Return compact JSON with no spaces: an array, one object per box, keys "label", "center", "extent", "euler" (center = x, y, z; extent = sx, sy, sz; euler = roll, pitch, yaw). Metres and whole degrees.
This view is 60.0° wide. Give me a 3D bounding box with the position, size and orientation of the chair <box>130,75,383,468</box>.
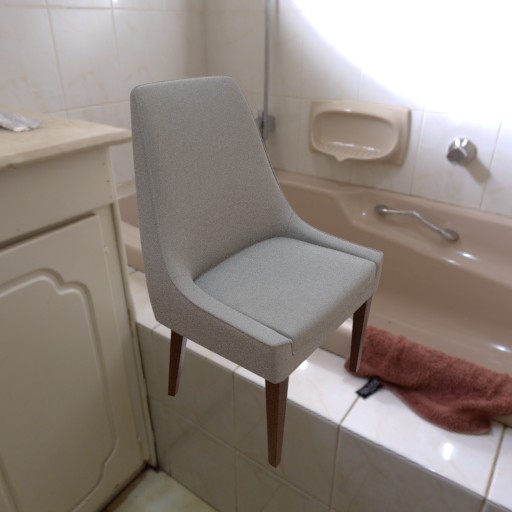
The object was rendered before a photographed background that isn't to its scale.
[{"label":"chair","center":[0.000,0.000,1.196],"extent":[0.544,0.861,0.529],"euler":[20,33,33]}]
